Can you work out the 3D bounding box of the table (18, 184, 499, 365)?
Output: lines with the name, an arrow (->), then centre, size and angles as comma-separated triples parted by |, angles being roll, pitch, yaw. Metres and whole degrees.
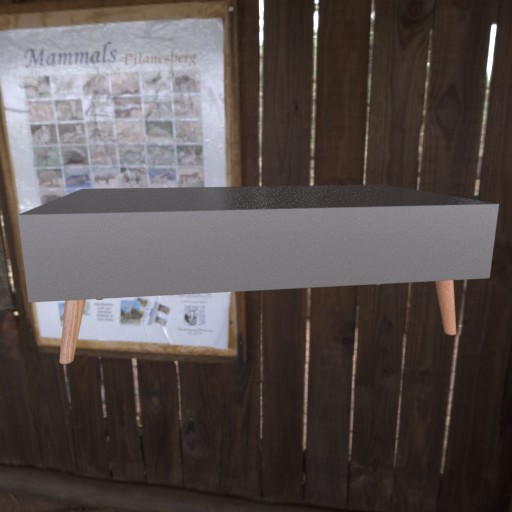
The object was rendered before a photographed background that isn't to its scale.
table -> 0.000, 0.000, 1.471 | 1.201, 0.404, 0.703 | -2, 14, -9
